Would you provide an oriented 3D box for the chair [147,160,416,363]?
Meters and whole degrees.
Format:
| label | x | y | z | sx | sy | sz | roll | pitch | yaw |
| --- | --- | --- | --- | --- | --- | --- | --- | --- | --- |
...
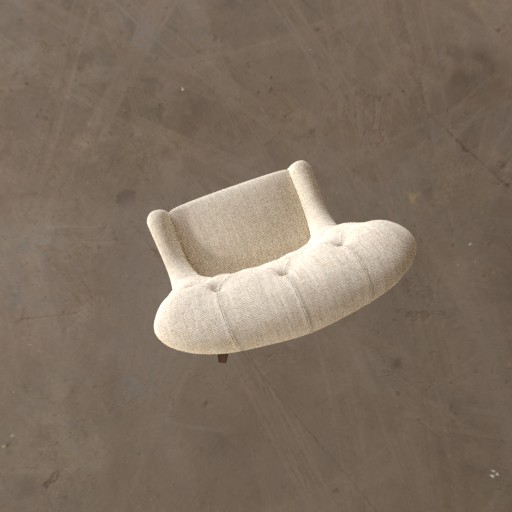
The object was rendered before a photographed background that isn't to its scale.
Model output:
| label | x | y | z | sx | sy | sz | roll | pitch | yaw |
| --- | --- | --- | --- | --- | --- | --- | --- | --- | --- |
| chair | 0.000 | 0.000 | 1.473 | 0.634 | 1.091 | 0.629 | -20 | 76 | -5 |
